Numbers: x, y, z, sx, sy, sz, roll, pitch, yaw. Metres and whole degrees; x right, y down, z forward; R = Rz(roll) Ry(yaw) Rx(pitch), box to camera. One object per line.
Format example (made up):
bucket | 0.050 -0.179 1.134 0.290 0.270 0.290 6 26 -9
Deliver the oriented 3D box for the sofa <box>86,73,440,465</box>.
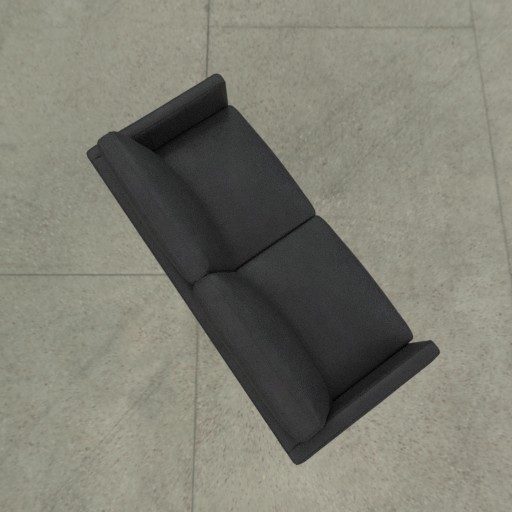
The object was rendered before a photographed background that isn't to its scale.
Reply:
sofa | 0.000 0.000 2.528 0.933 0.863 1.971 -34 78 -8
